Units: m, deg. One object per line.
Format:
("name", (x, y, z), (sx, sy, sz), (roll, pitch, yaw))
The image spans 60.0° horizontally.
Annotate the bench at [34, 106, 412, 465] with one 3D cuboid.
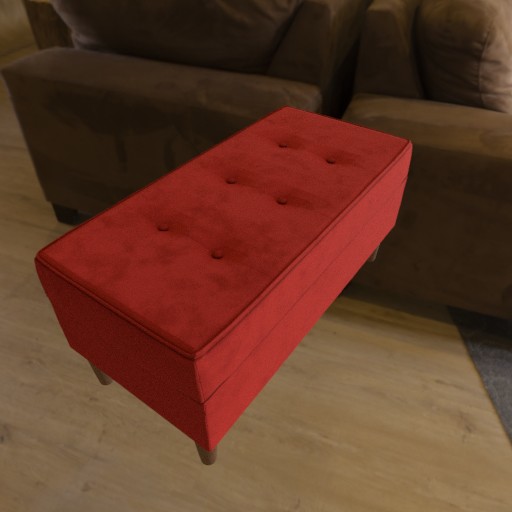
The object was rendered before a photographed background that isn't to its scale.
("bench", (0.000, 0.000, 1.292), (0.492, 0.471, 1.016), (25, 47, 26))
